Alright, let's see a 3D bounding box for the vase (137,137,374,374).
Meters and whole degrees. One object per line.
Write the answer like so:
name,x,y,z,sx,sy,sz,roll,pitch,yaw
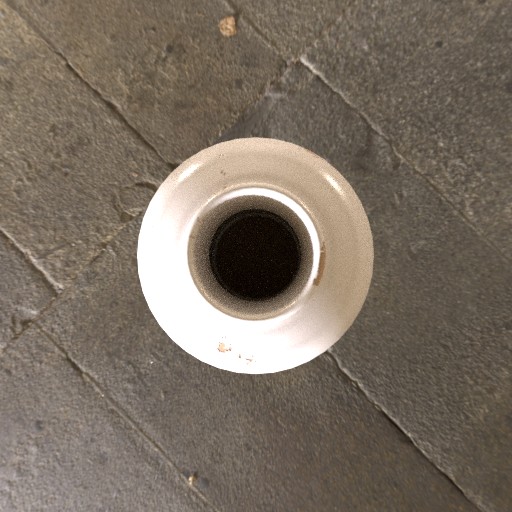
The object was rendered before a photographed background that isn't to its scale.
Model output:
vase,0.000,0.000,0.331,0.158,0.228,0.158,0,89,0
